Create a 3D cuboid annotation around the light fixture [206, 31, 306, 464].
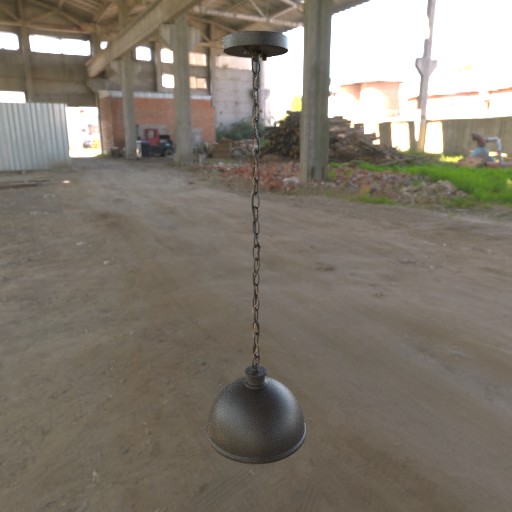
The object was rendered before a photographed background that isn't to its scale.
[{"bbox_3d":[0.000,0.000,1.212,0.304,1.090,0.304,8,16,27],"label":"light fixture"}]
